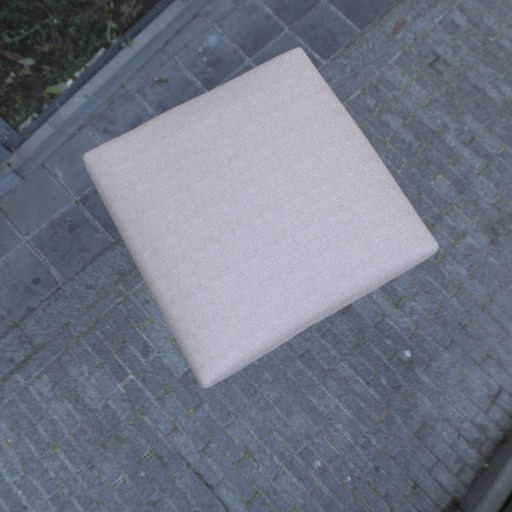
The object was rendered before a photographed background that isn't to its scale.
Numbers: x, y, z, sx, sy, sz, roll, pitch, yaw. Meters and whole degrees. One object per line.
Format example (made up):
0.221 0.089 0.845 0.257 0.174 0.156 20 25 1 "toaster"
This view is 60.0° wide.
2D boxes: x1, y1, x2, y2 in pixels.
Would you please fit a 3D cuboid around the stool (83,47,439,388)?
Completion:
0.000 0.000 0.956 0.382 0.768 0.383 -29 78 -7 "stool"
